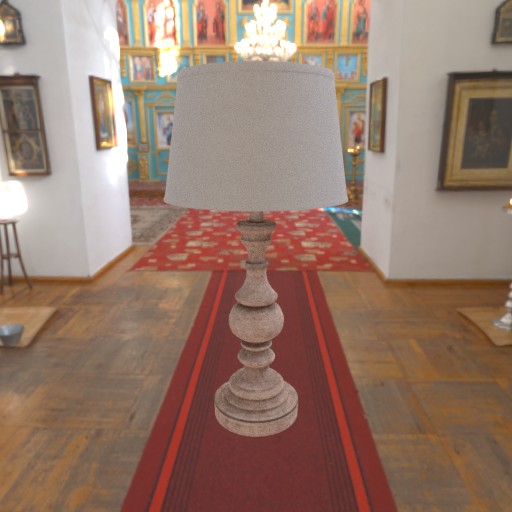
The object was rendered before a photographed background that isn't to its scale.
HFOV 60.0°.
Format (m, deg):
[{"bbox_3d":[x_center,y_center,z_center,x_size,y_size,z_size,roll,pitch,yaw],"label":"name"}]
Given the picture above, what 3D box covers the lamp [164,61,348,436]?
[{"bbox_3d":[0.000,0.000,0.860,0.340,0.678,0.340,0,14,0],"label":"lamp"}]
